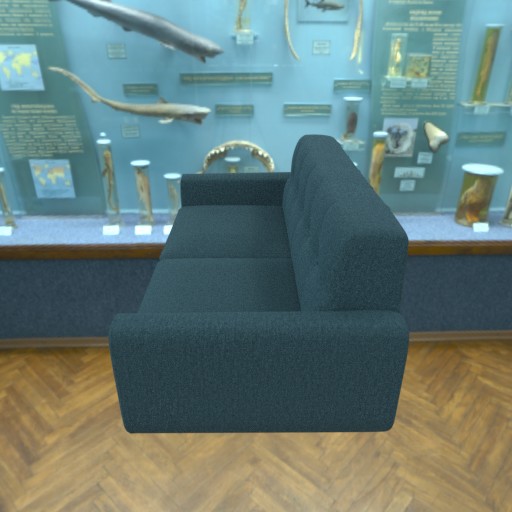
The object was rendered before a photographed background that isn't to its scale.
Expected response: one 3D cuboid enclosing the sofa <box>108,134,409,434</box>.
[{"bbox_3d":[0.000,0.000,2.129,0.942,0.896,1.651,0,27,0],"label":"sofa"}]
